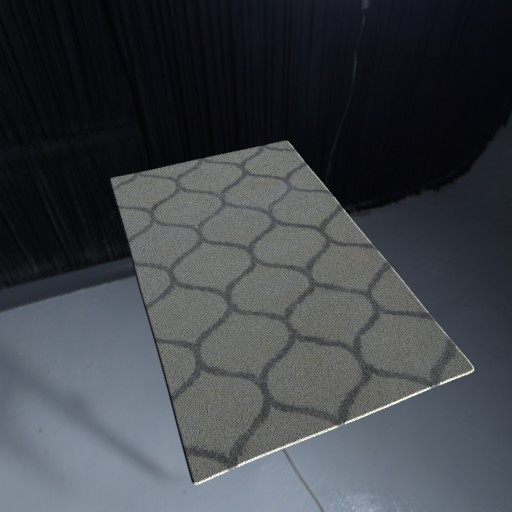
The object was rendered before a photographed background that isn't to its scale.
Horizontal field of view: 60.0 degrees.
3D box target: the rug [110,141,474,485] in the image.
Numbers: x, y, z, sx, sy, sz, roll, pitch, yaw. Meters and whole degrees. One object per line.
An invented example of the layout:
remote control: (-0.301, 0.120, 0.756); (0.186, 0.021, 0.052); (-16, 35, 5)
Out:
rug: (0.000, 0.000, 2.840); (1.501, 0.024, 2.348); (-16, 48, -15)
